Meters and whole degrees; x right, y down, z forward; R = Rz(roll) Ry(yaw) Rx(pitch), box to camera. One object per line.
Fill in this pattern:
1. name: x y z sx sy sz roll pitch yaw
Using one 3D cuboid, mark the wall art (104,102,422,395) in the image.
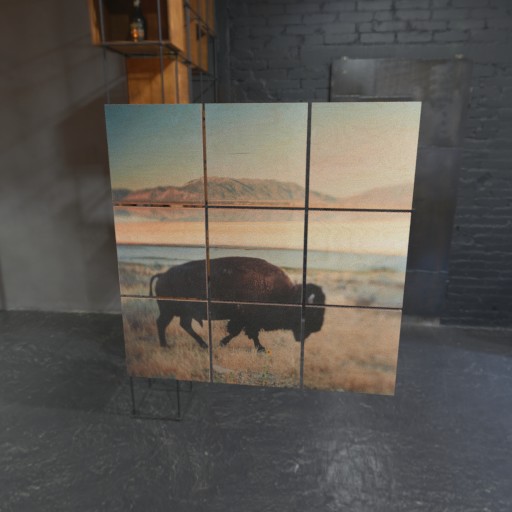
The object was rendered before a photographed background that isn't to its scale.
1. wall art: 0.000 0.000 1.386 0.906 0.904 0.018 2 16 7
